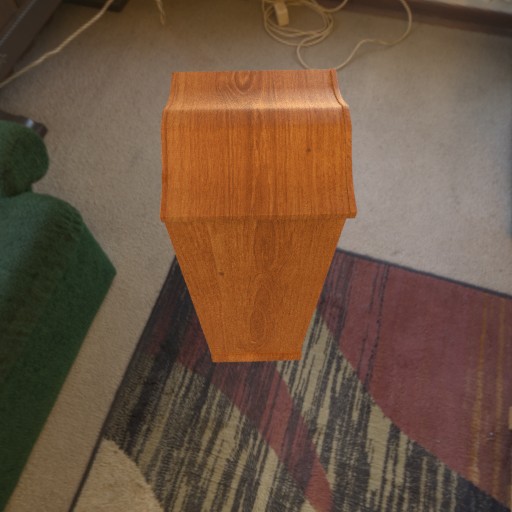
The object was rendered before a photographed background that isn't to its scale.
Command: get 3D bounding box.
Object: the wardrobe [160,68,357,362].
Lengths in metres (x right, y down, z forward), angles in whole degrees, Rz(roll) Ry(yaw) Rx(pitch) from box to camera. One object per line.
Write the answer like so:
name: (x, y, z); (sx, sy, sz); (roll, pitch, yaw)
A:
wardrobe: (0.000, 0.000, 2.170); (0.570, 1.870, 0.590); (-1, 63, -1)
